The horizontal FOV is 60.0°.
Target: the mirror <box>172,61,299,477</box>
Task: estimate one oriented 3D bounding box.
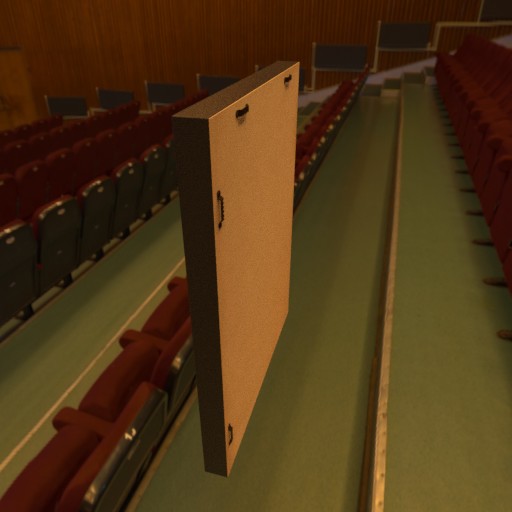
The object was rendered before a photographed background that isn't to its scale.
[{"bbox_3d":[0.000,0.000,0.683,0.041,0.508,0.405,8,31,14],"label":"mirror"}]
